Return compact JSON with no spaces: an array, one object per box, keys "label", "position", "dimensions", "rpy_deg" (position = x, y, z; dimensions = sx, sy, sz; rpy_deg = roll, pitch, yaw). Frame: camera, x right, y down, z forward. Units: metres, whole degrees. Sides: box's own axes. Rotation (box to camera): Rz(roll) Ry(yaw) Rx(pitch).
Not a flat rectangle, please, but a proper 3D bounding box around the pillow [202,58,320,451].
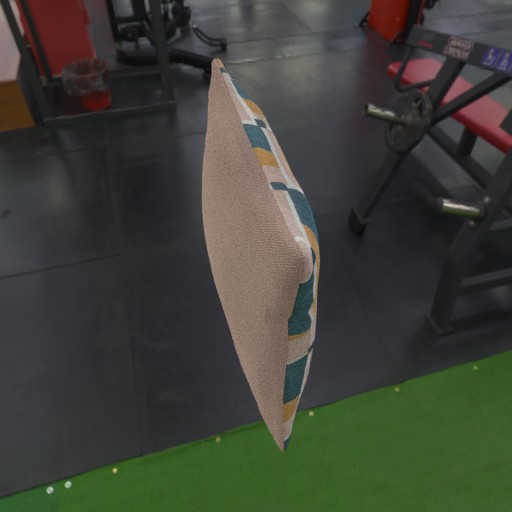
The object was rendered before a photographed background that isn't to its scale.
[{"label":"pillow","position":[0.000,0.000,0.747],"dimensions":[0.158,0.479,0.478],"rpy_deg":[-10,47,-9]}]
